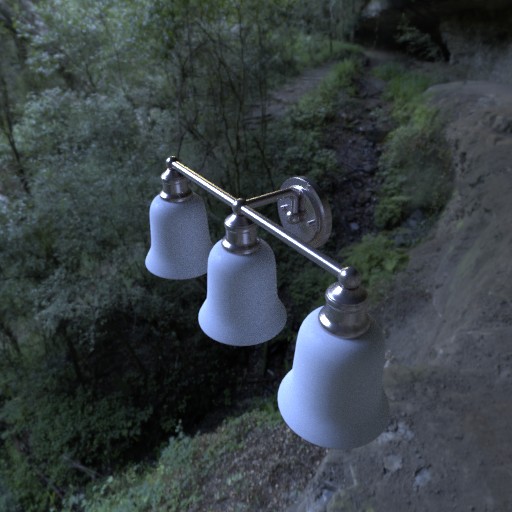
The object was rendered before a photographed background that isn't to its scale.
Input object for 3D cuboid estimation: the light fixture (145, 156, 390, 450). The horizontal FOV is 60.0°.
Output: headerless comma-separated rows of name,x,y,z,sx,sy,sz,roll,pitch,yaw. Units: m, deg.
light fixture,0.000,0.000,0.686,0.198,0.211,0.570,-21,38,-29
